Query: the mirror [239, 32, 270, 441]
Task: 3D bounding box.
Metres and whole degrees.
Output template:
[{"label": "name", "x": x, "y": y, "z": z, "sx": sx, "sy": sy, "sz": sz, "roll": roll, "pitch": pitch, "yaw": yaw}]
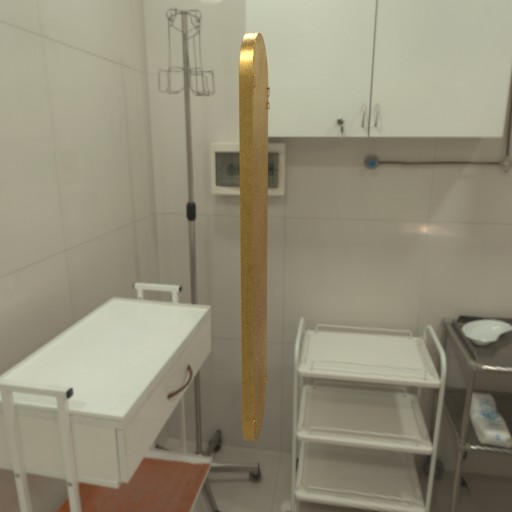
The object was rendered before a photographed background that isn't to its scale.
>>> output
[{"label": "mirror", "x": 0.000, "y": 0.000, "z": 1.083, "sx": 0.032, "sy": 0.991, "sz": 0.222, "roll": 2, "pitch": 15, "yaw": 9}]
